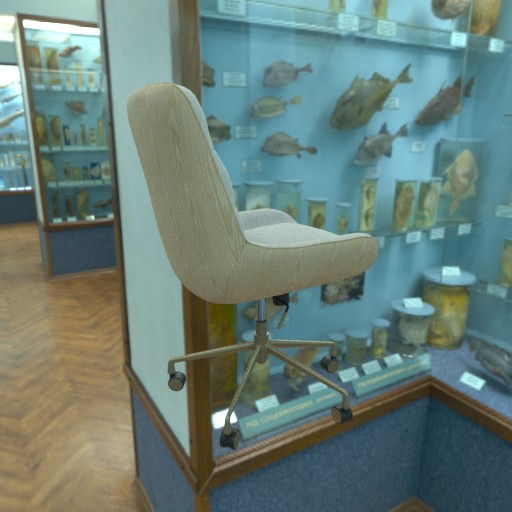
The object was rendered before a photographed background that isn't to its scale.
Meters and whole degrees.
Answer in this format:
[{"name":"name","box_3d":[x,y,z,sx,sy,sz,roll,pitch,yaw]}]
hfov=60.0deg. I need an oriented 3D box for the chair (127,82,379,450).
[{"name":"chair","box_3d":[0.000,0.000,1.356,0.668,0.952,0.564,-8,17,-27]}]
